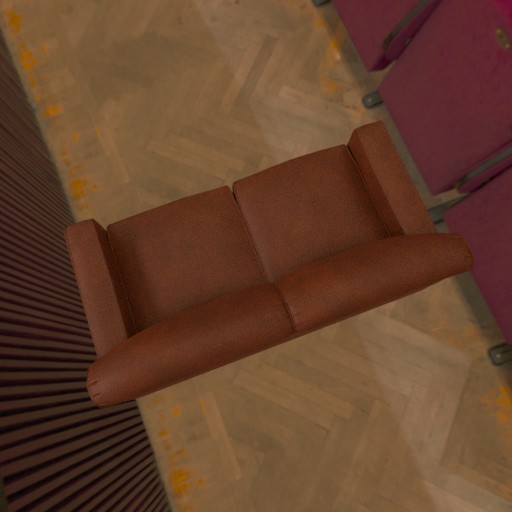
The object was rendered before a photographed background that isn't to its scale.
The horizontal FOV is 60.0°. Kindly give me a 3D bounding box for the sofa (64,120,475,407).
[{"bbox_3d":[0.000,0.000,2.443,1.856,0.966,1.000,-20,76,-5],"label":"sofa"}]
